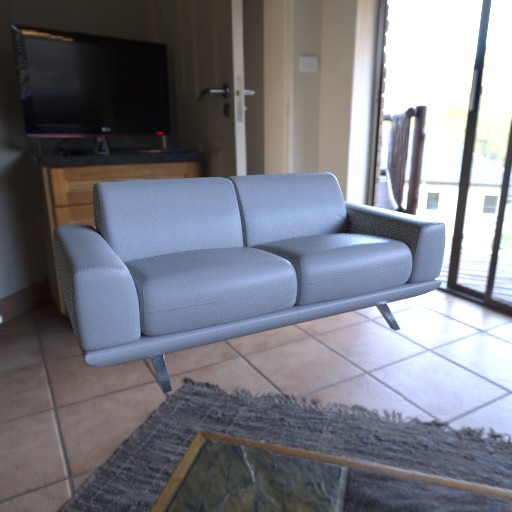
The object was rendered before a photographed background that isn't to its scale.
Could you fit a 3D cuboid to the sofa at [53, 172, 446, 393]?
[{"bbox_3d":[0.000,0.000,2.351,1.901,0.772,0.900,-8,17,-27],"label":"sofa"}]
